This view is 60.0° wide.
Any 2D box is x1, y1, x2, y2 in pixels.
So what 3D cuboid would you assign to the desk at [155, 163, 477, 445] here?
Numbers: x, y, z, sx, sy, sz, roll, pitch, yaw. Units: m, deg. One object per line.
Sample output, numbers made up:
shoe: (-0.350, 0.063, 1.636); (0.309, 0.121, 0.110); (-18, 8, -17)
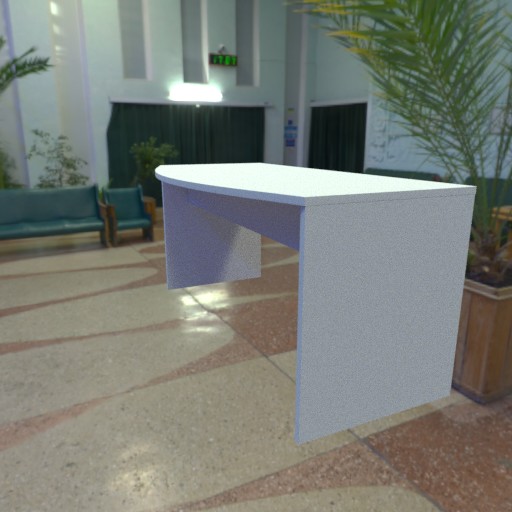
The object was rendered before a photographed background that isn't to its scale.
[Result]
desk: (0.000, 0.000, 2.042); (0.802, 0.750, 1.600); (-7, 16, -24)
